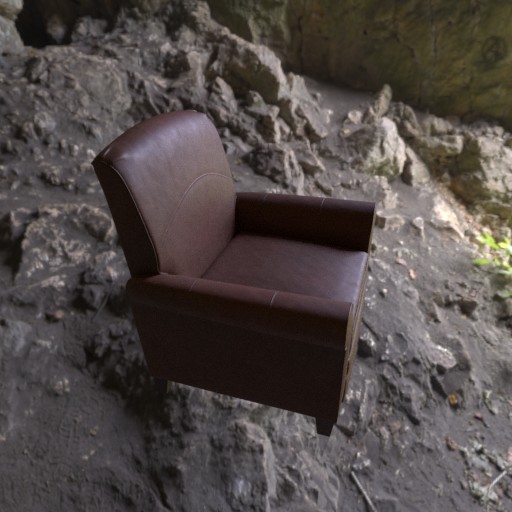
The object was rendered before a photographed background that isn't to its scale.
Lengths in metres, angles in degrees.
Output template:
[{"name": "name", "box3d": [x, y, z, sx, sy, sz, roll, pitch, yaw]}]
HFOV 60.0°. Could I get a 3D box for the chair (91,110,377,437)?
[{"name": "chair", "box3d": [0.000, 0.000, 1.827, 0.902, 1.061, 0.978, 9, 31, 16]}]
